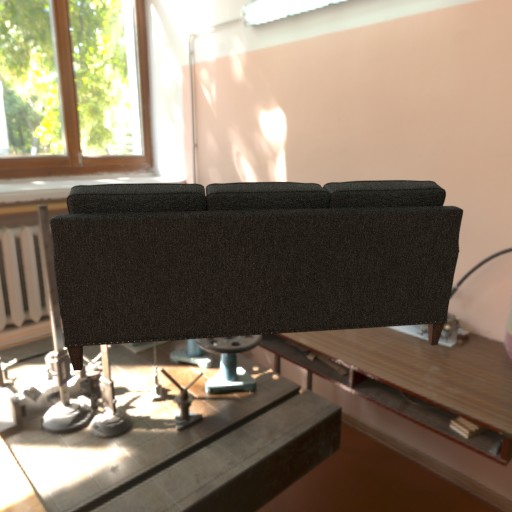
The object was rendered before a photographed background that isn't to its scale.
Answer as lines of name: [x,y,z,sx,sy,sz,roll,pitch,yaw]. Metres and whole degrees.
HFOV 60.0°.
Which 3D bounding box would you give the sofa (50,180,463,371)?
sofa: [0.000,0.000,2.867,2.246,1.003,1.084,-2,14,-8]
